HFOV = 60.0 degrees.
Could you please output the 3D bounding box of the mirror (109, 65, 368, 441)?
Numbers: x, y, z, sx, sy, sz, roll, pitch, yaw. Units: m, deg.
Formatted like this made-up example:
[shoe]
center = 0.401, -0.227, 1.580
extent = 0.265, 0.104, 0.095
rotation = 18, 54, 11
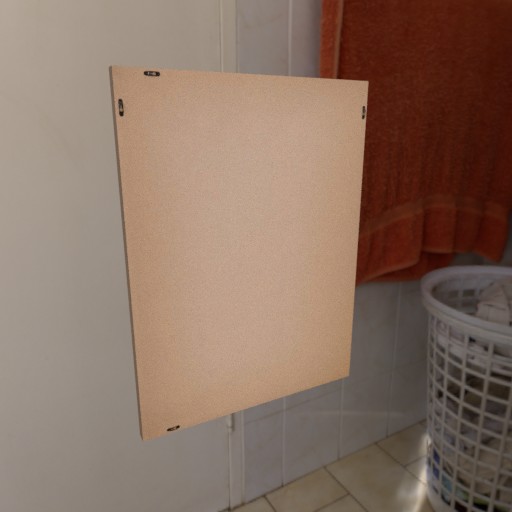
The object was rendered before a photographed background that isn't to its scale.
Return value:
[mirror]
center = 0.000, 0.000, 1.336
extent = 0.762, 1.016, 0.040
rotation = -8, 18, -27
